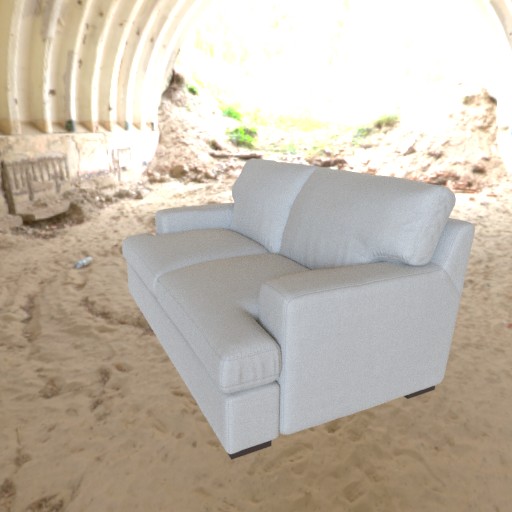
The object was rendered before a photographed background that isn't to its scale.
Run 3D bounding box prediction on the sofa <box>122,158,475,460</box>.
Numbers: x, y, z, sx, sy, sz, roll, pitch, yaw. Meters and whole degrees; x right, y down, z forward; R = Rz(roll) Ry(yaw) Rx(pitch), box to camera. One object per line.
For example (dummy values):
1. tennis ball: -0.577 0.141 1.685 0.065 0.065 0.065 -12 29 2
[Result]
1. sofa: 0.000 0.000 2.428 1.143 0.940 1.880 -8 18 -25
